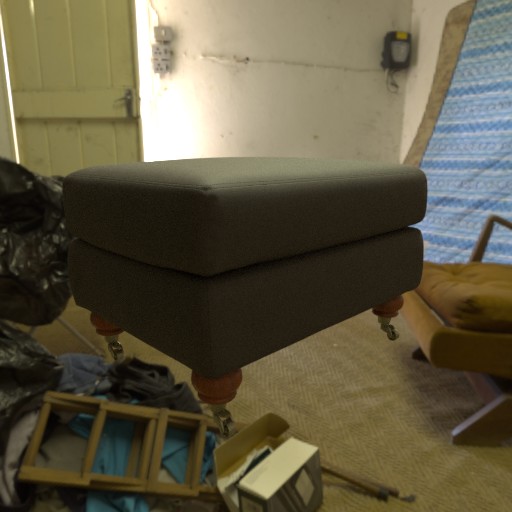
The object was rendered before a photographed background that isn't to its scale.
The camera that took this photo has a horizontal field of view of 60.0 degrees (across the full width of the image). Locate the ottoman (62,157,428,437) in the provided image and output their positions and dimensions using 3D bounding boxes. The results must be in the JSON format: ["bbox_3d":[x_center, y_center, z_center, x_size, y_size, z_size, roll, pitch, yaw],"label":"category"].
[{"bbox_3d":[0.000,0.000,1.143,0.773,0.497,0.574,-13,19,-43],"label":"ottoman"}]
